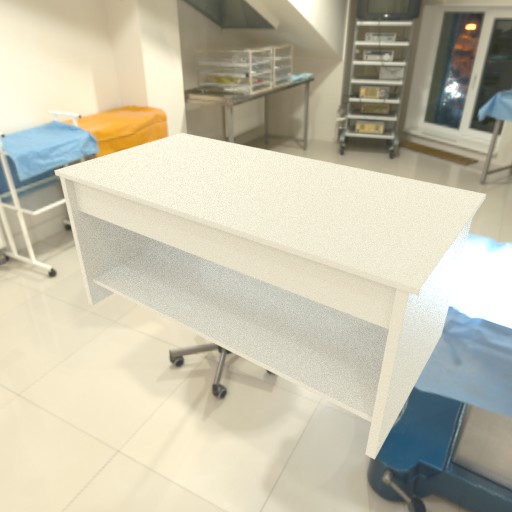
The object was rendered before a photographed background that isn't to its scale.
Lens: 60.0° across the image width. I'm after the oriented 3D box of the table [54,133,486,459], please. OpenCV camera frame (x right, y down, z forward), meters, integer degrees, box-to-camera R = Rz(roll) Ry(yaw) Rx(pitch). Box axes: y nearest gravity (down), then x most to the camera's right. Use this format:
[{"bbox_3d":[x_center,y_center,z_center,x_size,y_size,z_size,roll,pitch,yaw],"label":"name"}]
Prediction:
[{"bbox_3d":[0.000,0.000,1.247,1.000,0.441,0.500,19,35,30],"label":"table"}]
